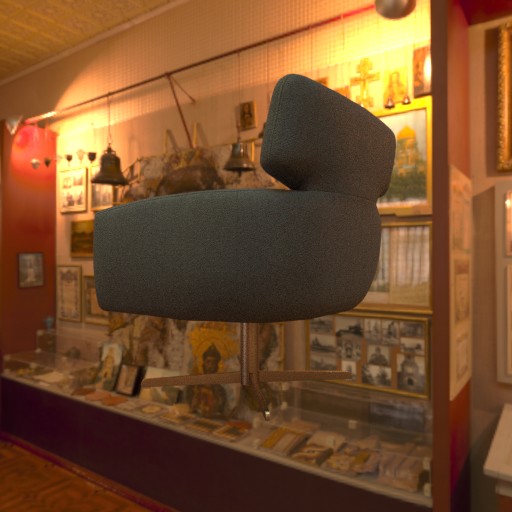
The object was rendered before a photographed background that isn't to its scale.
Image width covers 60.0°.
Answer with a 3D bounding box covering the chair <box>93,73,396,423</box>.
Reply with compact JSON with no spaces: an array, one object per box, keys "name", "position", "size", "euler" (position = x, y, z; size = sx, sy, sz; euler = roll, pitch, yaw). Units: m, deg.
[{"name":"chair","position":[0.000,0.000,1.393],"size":[0.761,0.813,0.738],"euler":[0,0,37]}]
